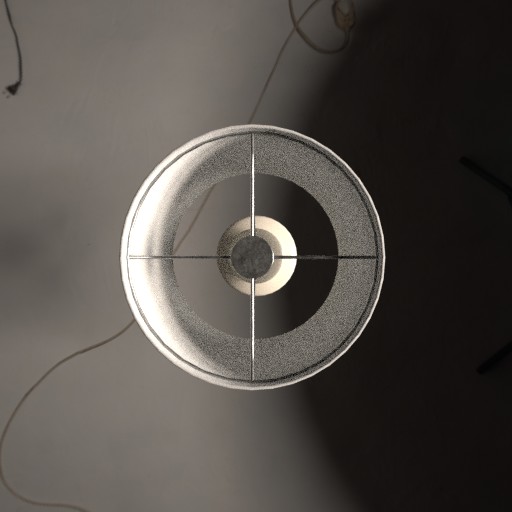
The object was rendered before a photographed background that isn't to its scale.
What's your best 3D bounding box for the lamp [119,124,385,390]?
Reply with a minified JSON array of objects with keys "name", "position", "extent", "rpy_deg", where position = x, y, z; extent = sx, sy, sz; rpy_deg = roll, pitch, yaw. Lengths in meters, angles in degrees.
[{"name":"lamp","position":[0.000,0.000,0.599],"extent":[0.212,0.493,0.212],"rpy_deg":[0,90,1]}]
